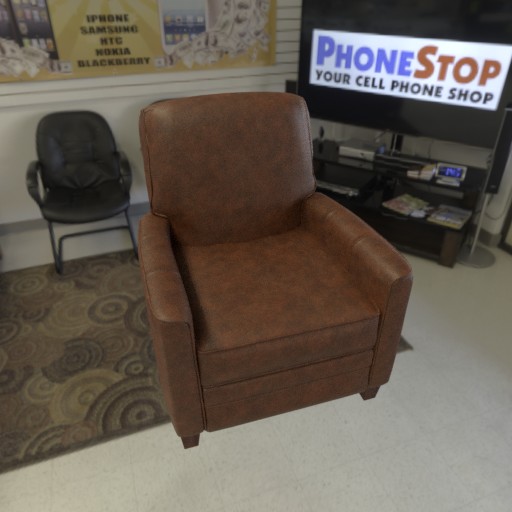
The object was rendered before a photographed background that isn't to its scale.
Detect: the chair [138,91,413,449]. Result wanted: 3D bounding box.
[{"bbox_3d":[0.000,0.000,1.651,0.839,1.010,0.850,-10,34,-15],"label":"chair"}]
